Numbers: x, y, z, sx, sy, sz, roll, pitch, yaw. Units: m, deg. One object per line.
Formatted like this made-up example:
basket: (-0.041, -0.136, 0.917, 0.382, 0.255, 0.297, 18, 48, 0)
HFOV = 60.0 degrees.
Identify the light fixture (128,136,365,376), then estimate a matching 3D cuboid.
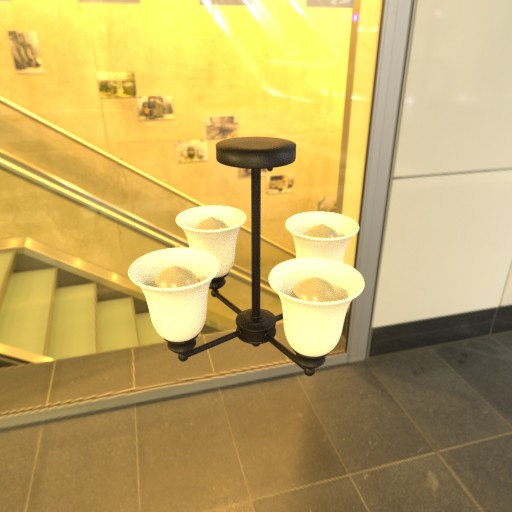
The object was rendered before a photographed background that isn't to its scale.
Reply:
light fixture: (0.000, 0.000, 1.854, 1.069, 0.925, 1.069, -17, 31, -31)
